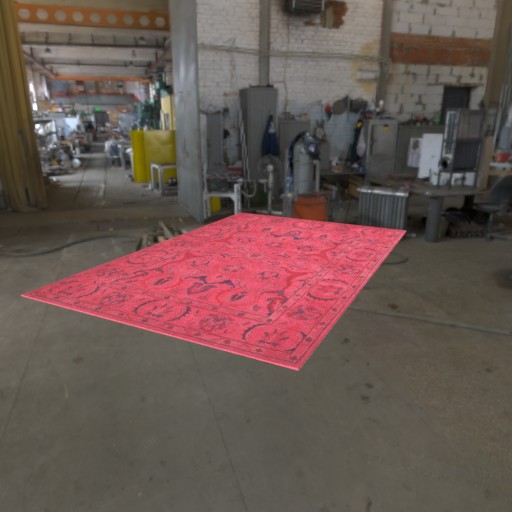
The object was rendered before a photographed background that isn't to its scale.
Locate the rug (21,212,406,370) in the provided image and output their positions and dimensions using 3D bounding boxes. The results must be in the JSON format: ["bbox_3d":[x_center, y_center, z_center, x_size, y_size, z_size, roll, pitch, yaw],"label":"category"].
[{"bbox_3d":[0.000,0.000,2.299,1.209,0.008,1.814,9,20,26],"label":"rug"}]
